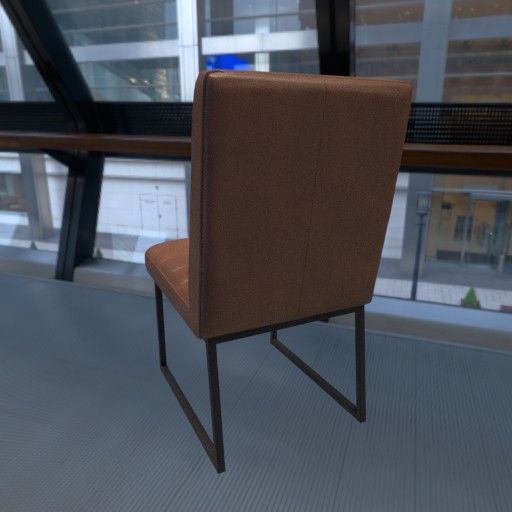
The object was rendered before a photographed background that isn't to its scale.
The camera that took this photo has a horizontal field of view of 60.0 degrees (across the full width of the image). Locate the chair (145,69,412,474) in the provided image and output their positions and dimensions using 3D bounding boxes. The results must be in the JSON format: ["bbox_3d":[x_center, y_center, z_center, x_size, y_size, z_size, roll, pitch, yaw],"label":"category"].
[{"bbox_3d":[0.000,0.000,1.284,0.520,0.930,0.634,-8,18,-25],"label":"chair"}]
